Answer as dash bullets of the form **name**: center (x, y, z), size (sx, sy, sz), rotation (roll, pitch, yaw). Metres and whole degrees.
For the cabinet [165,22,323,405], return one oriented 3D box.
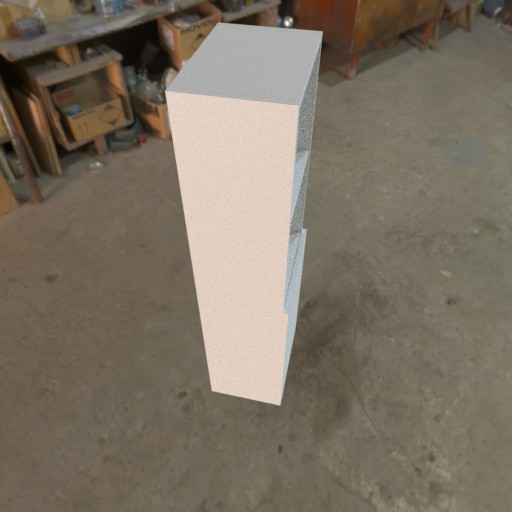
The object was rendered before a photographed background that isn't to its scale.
- **cabinet**: center (0.000, 0.000, 1.529), size (0.300, 1.350, 0.400), rotation (9, 47, 9)
